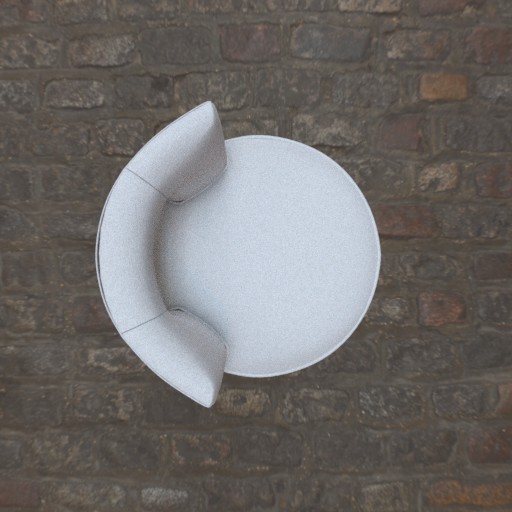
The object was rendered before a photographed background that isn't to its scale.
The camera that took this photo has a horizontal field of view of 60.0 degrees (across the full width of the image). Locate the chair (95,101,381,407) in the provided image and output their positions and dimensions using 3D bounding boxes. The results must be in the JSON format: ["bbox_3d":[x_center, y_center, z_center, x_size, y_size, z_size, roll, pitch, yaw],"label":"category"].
[{"bbox_3d":[0.000,0.000,1.230,0.665,0.723,0.650,0,89,0],"label":"chair"}]
